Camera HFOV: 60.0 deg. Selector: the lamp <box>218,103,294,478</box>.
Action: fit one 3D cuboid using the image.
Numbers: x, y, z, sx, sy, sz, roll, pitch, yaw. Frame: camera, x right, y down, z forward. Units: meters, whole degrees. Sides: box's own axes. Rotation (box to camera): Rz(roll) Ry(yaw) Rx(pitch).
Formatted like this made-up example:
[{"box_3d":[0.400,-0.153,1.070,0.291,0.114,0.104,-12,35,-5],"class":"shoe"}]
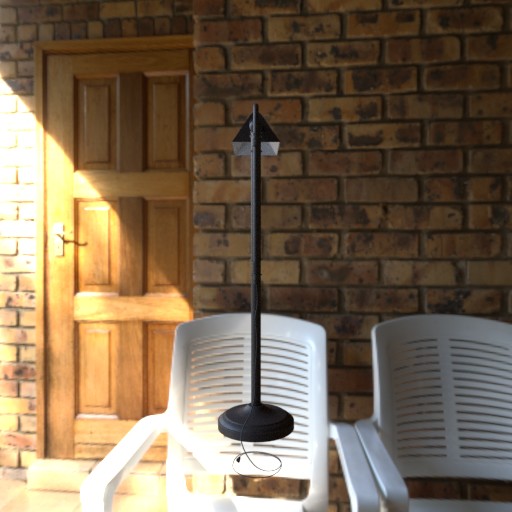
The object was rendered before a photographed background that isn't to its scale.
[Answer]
[{"box_3d":[0.000,0.000,0.978,0.159,0.708,0.545,0,1,0],"class":"lamp"}]
